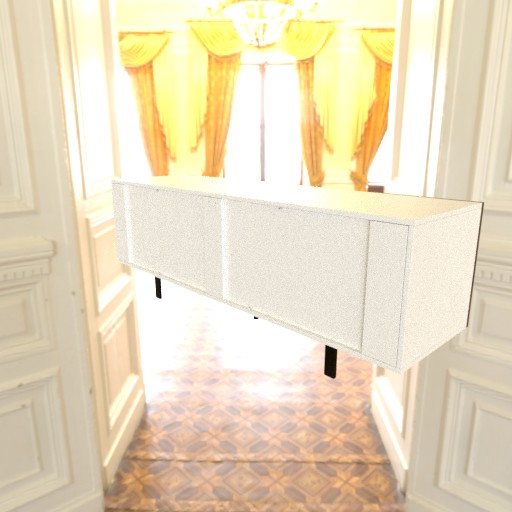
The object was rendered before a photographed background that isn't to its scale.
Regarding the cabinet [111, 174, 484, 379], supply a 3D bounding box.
[{"bbox_3d":[0.000,0.000,1.756,0.431,0.533,1.499,-14,20,-42],"label":"cabinet"}]
